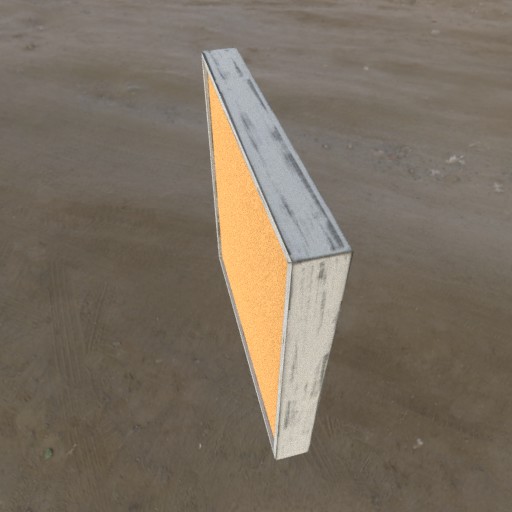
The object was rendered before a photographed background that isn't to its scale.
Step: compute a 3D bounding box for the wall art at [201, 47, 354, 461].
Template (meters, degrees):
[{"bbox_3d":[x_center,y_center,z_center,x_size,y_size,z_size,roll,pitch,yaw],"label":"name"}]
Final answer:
[{"bbox_3d":[0.000,0.000,0.460,0.036,0.303,0.303,-11,47,-10],"label":"wall art"}]
